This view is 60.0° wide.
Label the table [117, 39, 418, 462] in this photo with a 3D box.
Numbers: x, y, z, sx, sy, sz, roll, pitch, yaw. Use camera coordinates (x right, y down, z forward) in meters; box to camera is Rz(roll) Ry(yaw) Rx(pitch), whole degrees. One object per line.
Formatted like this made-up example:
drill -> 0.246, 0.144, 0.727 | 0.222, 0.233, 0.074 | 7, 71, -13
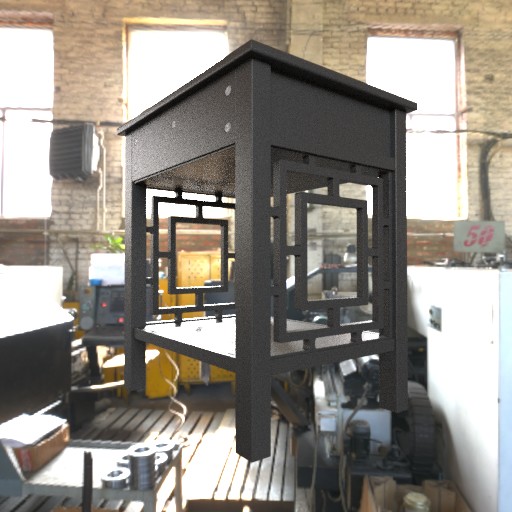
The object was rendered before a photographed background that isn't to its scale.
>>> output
table -> 0.000, 0.000, 1.022 | 0.451, 0.646, 0.564 | 1, -1, -37
